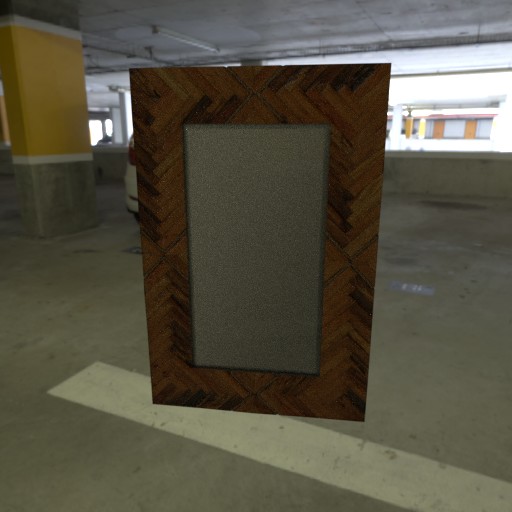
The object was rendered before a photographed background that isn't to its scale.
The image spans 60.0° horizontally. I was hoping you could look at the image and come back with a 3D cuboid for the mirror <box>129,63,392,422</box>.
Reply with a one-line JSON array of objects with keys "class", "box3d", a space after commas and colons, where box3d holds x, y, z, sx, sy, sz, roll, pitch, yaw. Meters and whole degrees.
[{"class": "mirror", "box3d": [0.000, 0.000, 1.150, 0.606, 0.912, 0.044, 2, 15, 8]}]
